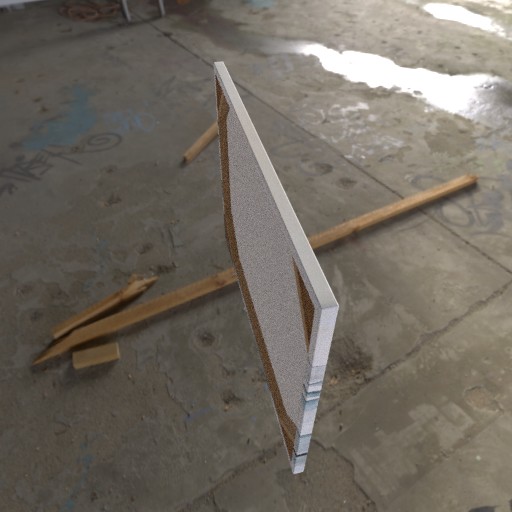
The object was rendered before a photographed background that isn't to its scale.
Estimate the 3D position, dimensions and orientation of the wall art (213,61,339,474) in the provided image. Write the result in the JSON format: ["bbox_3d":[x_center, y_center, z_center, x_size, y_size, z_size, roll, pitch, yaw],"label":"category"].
[{"bbox_3d":[0.000,0.000,1.603,0.039,0.915,1.219,-10,46,-10],"label":"wall art"}]
